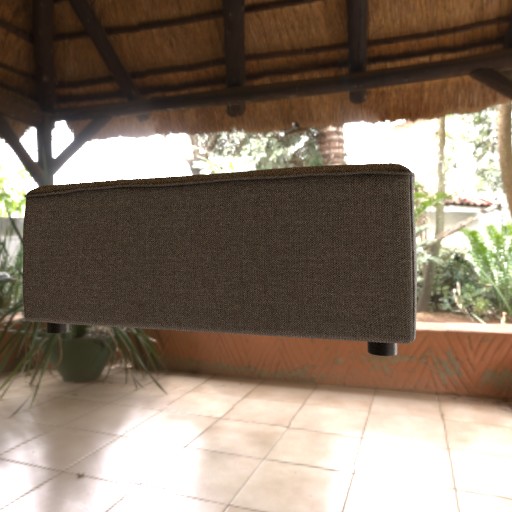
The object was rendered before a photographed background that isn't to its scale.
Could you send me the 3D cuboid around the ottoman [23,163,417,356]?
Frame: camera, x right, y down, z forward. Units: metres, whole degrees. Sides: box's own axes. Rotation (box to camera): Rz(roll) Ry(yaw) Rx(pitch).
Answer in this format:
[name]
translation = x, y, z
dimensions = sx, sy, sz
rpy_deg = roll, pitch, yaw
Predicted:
[ottoman]
translation = 0.000, 0.000, 1.507
dimensions = 1.017, 0.423, 1.023
rpy_deg = 0, 0, 19
